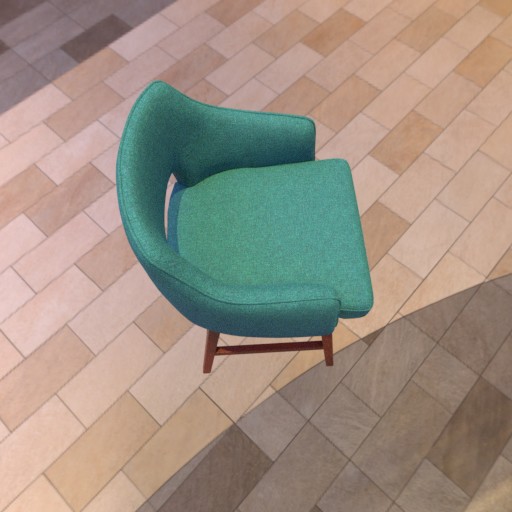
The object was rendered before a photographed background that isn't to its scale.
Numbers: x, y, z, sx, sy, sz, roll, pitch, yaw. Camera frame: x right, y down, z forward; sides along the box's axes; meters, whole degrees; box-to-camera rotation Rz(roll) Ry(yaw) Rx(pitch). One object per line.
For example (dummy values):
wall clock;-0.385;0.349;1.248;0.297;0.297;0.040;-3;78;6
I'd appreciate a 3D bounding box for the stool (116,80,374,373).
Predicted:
stool;0.000;0.000;1.288;0.556;0.961;0.548;-3;65;-1
